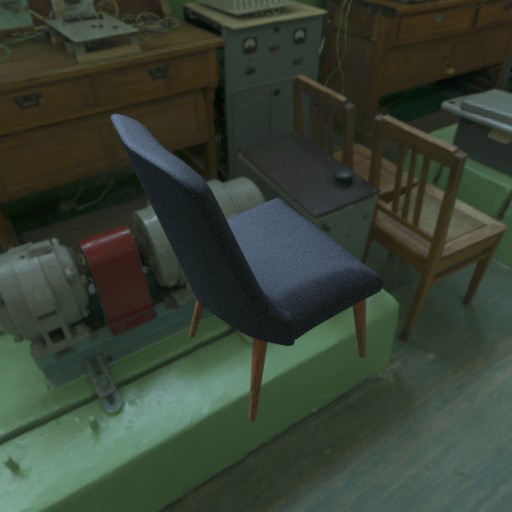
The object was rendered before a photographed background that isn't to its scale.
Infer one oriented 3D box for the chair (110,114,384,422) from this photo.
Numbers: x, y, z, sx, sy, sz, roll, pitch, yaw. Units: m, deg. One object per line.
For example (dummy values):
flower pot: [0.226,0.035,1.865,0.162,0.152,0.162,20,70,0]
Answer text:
chair: [0.000,0.000,1.186,0.567,0.820,0.504,-24,47,-25]
